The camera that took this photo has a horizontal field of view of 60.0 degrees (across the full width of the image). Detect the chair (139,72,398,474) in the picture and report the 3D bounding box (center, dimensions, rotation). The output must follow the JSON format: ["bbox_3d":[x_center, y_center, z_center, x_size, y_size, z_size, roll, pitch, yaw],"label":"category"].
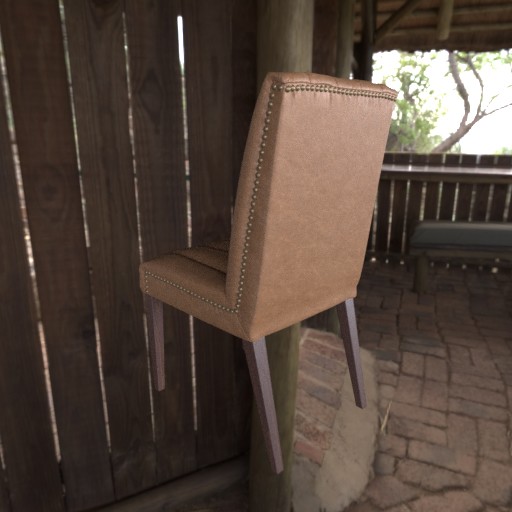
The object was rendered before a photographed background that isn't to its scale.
[{"bbox_3d":[0.000,0.000,1.410,0.511,1.016,0.647,-15,21,-43],"label":"chair"}]
